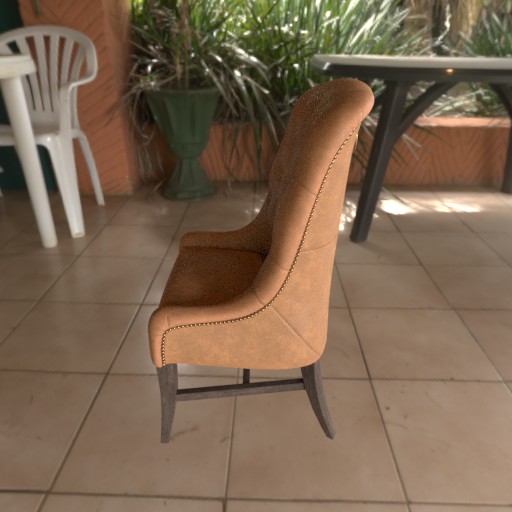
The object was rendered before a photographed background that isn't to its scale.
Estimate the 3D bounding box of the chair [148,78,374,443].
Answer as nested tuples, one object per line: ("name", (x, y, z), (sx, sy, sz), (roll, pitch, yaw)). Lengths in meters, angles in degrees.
("chair", (0.000, 0.000, 1.473), (0.629, 1.091, 0.634), (0, 26, 0))
